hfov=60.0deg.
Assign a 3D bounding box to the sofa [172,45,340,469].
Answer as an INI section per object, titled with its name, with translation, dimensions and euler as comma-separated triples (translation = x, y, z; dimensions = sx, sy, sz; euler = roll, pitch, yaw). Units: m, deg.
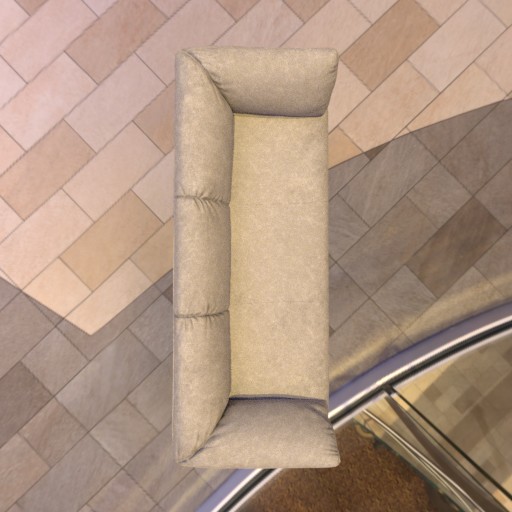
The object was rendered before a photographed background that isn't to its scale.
[sofa]
translation = 0.000, 0.000, 2.644
dimensions = 0.899, 0.758, 2.238
euler = 0, 89, -1
